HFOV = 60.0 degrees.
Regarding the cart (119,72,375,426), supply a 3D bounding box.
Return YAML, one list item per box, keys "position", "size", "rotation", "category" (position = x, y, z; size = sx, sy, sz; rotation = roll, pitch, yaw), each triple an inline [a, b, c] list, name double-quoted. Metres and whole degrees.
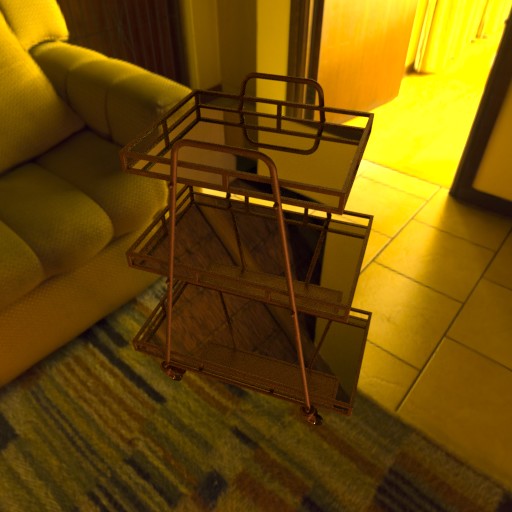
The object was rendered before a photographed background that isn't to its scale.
- position: [0.000, 0.000, 1.268]
  size: [0.711, 0.883, 0.441]
  rotation: [13, 43, 14]
  category: "cart"
